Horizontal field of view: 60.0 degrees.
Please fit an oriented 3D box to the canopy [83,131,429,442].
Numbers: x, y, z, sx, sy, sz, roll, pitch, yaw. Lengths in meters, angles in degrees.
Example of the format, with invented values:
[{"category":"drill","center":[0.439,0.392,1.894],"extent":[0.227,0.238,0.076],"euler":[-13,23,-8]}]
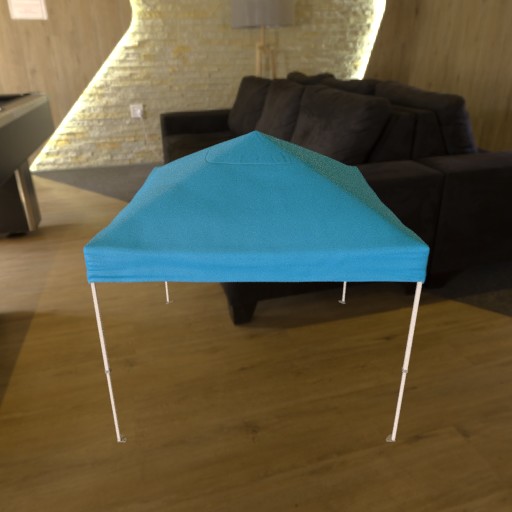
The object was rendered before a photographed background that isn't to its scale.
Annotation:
[{"category":"canopy","center":[0.000,0.000,5.446],"extent":[2.998,2.997,2.996],"euler":[0,24,0]}]
